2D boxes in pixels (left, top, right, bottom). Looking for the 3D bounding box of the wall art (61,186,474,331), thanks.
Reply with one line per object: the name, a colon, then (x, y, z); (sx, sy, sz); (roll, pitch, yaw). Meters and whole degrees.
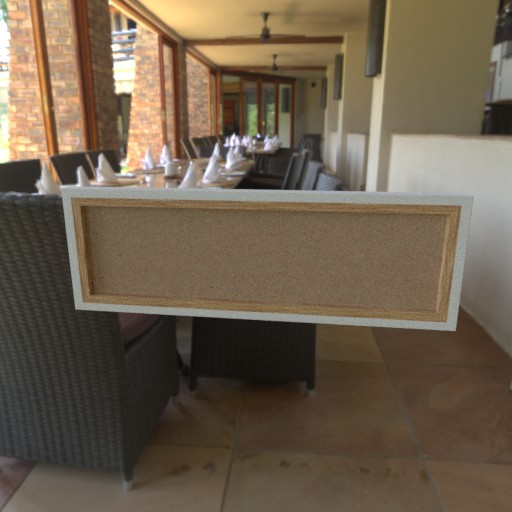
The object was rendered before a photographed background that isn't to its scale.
wall art: (0.000, 0.000, 0.866); (0.763, 0.255, 0.038); (2, 16, 8)
